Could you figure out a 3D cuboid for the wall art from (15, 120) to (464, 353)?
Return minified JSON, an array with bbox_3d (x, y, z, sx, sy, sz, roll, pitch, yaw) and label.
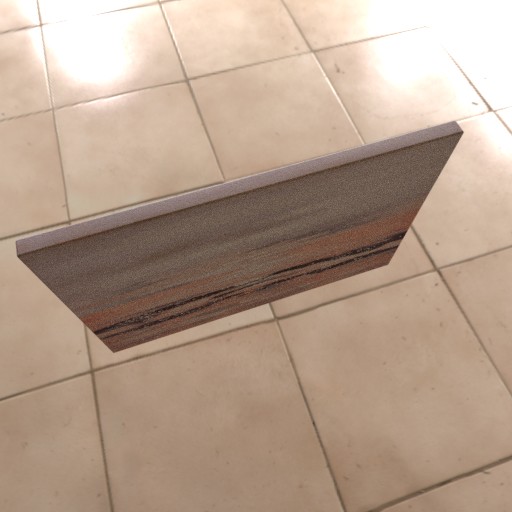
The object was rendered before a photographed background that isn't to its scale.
[{"bbox_3d":[0.000,0.000,1.134,0.913,0.609,0.038,-17,63,-9],"label":"wall art"}]
